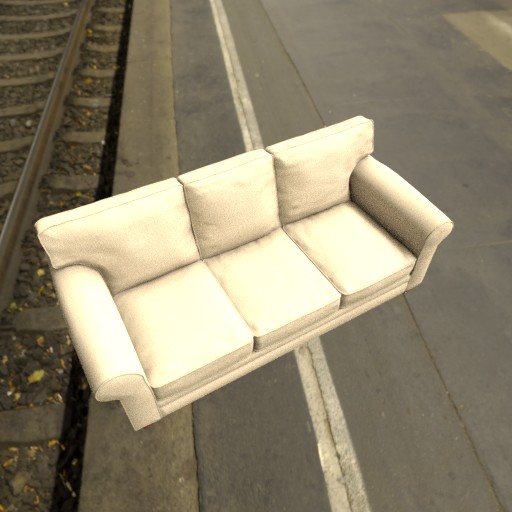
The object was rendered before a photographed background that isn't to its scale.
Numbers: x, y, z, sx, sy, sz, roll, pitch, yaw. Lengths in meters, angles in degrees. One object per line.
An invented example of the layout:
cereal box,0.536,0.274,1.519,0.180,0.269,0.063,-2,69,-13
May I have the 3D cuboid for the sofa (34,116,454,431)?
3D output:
sofa,0.000,0.000,2.573,2.118,0.889,0.998,-23,51,-20
